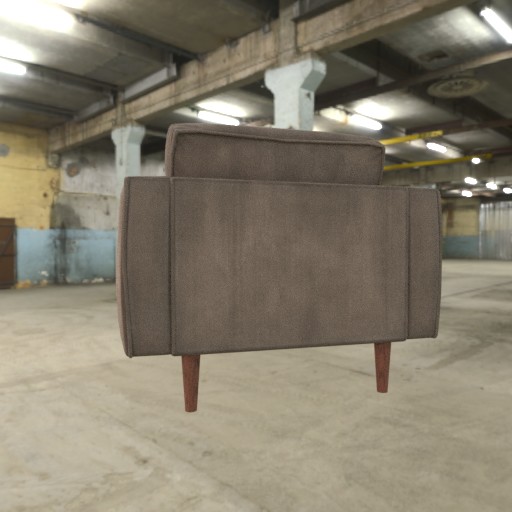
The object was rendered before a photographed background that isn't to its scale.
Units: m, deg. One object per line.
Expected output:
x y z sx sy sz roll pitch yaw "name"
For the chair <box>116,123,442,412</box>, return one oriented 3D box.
0.000 0.000 1.559 0.928 0.773 0.843 0 1 -16 "chair"
